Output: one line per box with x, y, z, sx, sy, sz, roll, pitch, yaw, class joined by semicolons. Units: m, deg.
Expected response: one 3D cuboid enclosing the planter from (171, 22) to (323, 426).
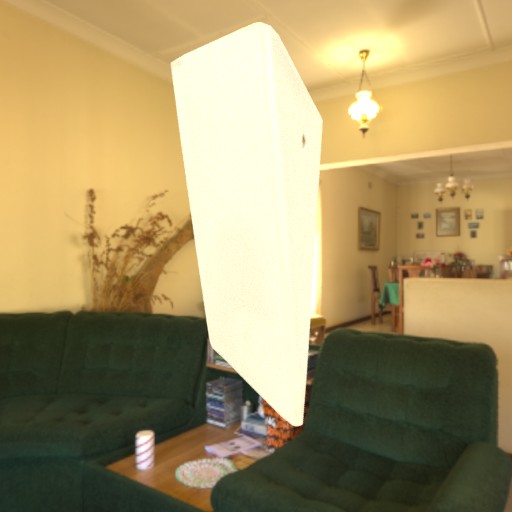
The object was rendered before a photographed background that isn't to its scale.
0.000;0.000;0.265;0.060;0.197;0.150;0;0;17;planter
